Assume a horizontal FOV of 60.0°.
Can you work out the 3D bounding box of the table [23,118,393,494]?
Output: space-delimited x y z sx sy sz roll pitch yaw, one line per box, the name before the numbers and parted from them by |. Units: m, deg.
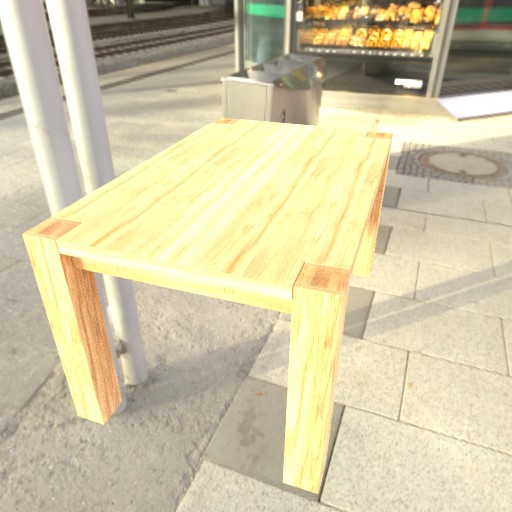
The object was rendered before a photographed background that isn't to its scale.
table | 0.000 0.000 1.875 0.900 0.760 1.400 10 32 16
